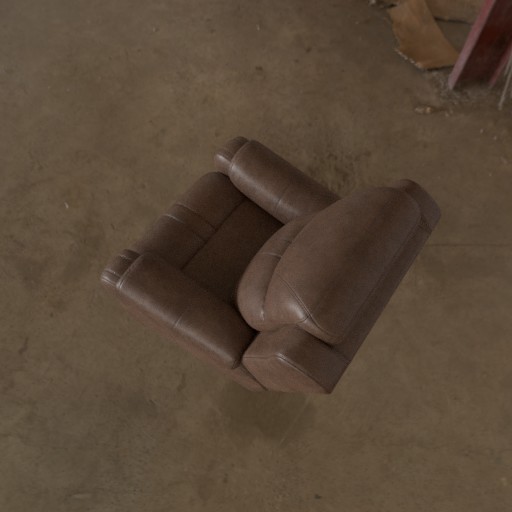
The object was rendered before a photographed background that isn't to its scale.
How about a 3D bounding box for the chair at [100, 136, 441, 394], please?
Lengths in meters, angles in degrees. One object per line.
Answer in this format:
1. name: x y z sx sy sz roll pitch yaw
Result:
1. chair: 0.000 0.000 1.849 1.067 0.990 0.940 33 68 15
